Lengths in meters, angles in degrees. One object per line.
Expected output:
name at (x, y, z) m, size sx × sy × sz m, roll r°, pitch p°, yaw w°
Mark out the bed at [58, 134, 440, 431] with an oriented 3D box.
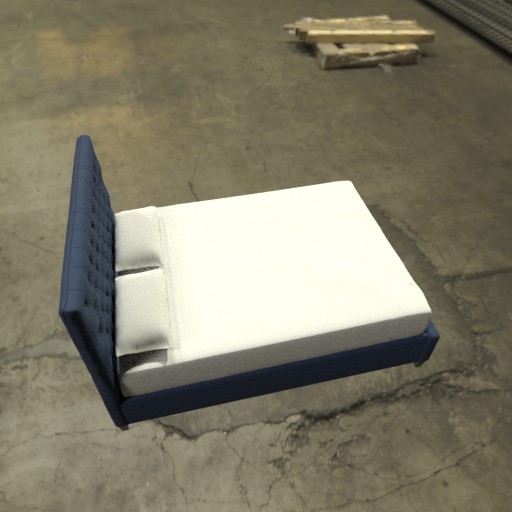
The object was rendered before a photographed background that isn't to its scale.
bed at (0.000, 0.000, 3.402) m, size 2.387 × 1.427 × 1.706 m, roll -9°, pitch 46°, yaw -9°
